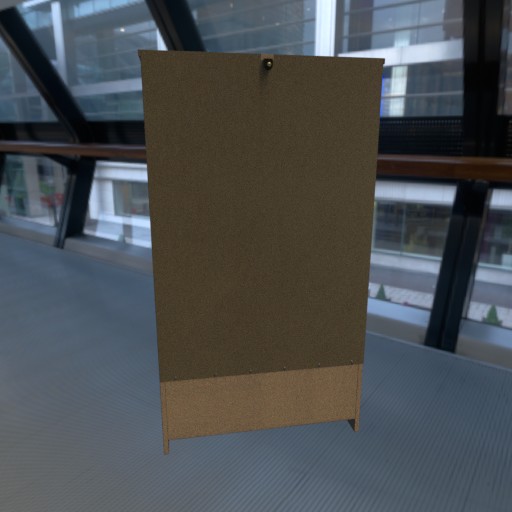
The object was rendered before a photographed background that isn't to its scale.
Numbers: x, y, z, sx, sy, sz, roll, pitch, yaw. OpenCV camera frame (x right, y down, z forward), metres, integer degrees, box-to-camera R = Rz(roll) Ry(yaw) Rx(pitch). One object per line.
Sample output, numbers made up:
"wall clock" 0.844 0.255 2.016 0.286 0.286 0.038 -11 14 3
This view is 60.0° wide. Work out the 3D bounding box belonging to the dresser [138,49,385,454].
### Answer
"dresser" 0.000 0.000 1.564 0.704 1.254 0.418 -3 15 -10
